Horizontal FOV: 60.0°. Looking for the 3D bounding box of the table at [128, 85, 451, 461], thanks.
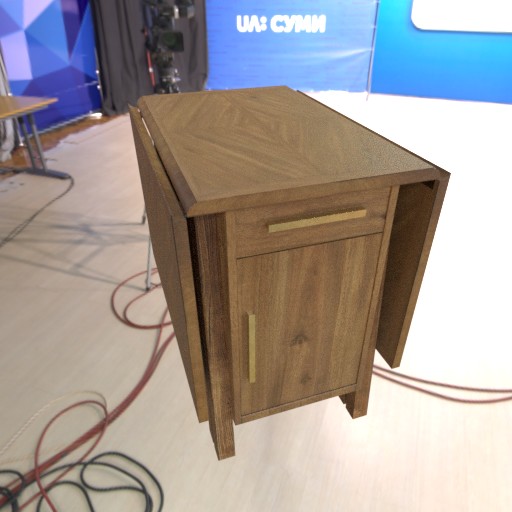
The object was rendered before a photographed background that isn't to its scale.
[{"bbox_3d":[0.000,0.000,1.648,0.701,0.981,0.967,-10,34,-16],"label":"table"}]
